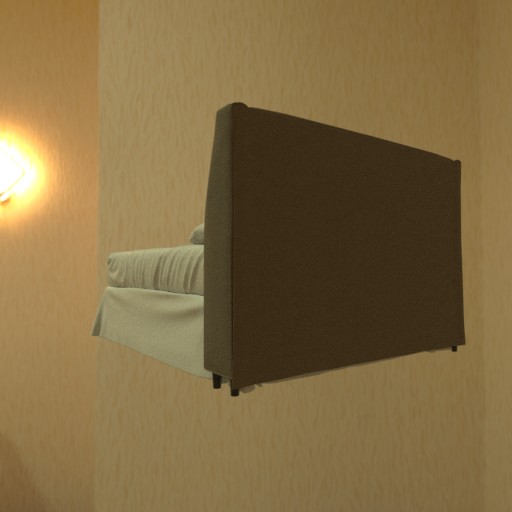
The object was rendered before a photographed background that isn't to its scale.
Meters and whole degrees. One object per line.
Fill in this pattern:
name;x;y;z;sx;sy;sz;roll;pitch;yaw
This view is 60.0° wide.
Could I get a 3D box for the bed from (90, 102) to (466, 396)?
bed;0.000;0.000;3.402;1.925;1.332;2.276;1;-2;-36
